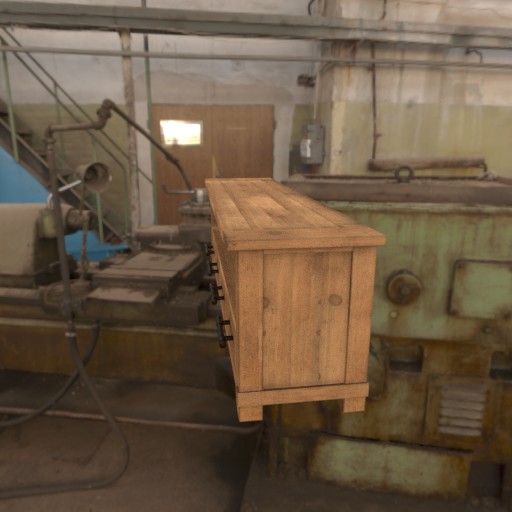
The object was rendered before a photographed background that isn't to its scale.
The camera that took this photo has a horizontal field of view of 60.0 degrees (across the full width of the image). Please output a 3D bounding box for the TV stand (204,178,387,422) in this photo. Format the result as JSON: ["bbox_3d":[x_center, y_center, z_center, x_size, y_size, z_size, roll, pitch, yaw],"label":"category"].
[{"bbox_3d":[0.000,0.000,2.093,0.453,0.573,1.804,-2,15,-8],"label":"TV stand"}]
